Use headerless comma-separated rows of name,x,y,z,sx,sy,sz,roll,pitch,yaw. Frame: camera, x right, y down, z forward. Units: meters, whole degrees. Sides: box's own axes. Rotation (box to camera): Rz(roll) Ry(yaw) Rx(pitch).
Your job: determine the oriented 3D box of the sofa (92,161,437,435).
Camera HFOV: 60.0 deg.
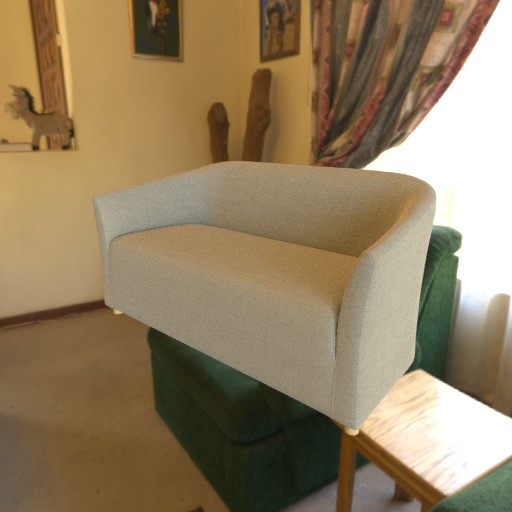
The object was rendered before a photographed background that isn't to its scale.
sofa,0.000,0.000,1.885,1.452,0.721,0.705,14,21,41
